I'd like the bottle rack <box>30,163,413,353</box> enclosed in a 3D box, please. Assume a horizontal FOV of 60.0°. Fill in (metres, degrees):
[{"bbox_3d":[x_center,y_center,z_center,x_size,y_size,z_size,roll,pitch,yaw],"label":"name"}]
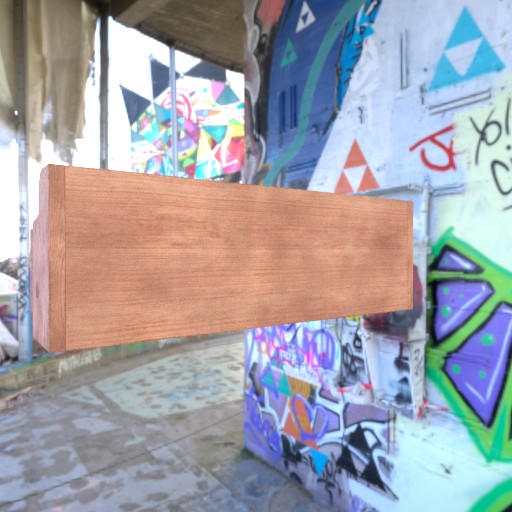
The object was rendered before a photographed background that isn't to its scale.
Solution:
[{"bbox_3d":[0.000,0.000,0.682,0.608,0.196,0.126,0,1,-35],"label":"bottle rack"}]
